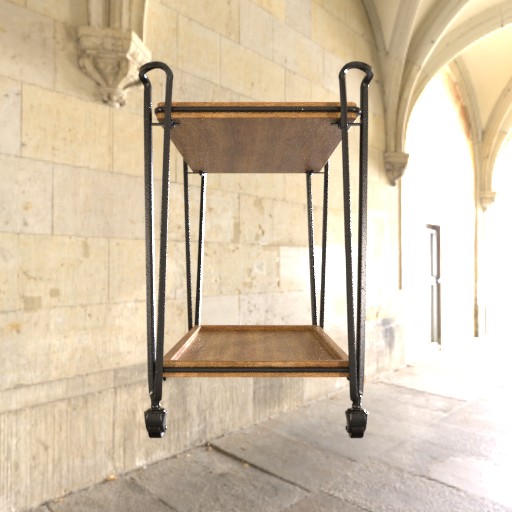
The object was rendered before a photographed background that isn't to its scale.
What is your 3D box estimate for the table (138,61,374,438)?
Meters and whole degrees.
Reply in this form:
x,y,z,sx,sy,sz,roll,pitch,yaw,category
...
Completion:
x,y,z,sx,sy,sz,roll,pitch,yaw,category
0.000,0.000,1.233,0.505,0.785,0.672,0,-1,0,table
